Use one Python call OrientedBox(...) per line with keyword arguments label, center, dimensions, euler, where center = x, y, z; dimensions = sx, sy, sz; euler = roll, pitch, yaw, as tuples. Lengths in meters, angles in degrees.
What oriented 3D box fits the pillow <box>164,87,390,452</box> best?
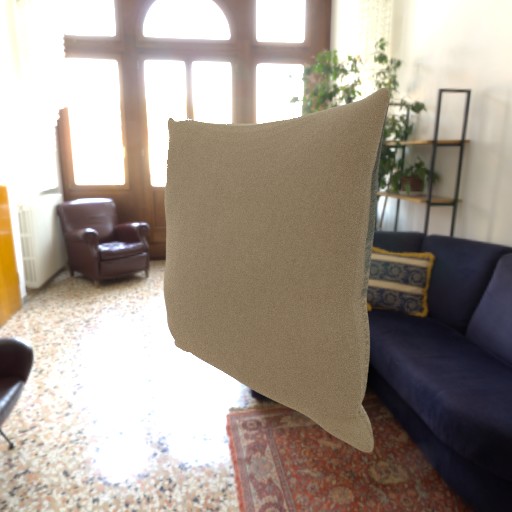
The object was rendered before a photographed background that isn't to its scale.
OrientedBox(label="pillow", center=(0.000, 0.000, 0.672), dimensions=(0.182, 0.441, 0.440), euler=(-12, 17, -43))
